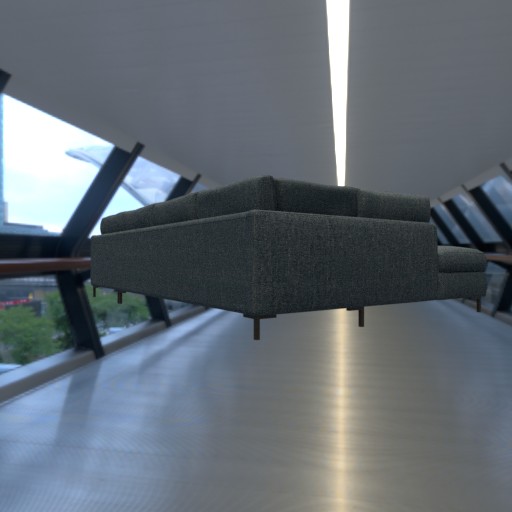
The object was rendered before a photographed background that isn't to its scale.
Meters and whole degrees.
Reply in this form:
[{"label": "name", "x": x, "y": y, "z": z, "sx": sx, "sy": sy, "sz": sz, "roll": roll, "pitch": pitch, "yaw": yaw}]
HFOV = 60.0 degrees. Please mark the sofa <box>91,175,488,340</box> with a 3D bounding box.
[{"label": "sofa", "x": 0.000, "y": 0.000, "z": 3.530, "sx": 1.879, "sy": 0.753, "sz": 2.737, "roll": 0, "pitch": 0, "yaw": -35}]
